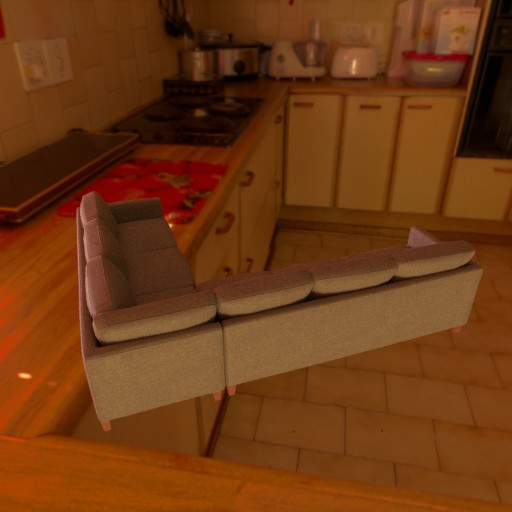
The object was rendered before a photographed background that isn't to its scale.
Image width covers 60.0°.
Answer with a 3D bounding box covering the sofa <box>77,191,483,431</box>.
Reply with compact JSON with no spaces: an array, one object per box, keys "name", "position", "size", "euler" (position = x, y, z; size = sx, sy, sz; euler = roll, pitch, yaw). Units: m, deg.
[{"name":"sofa","position":[0.000,0.000,4.451],"size":[3.302,0.947,2.593],"euler":[-10,32,-17]}]
